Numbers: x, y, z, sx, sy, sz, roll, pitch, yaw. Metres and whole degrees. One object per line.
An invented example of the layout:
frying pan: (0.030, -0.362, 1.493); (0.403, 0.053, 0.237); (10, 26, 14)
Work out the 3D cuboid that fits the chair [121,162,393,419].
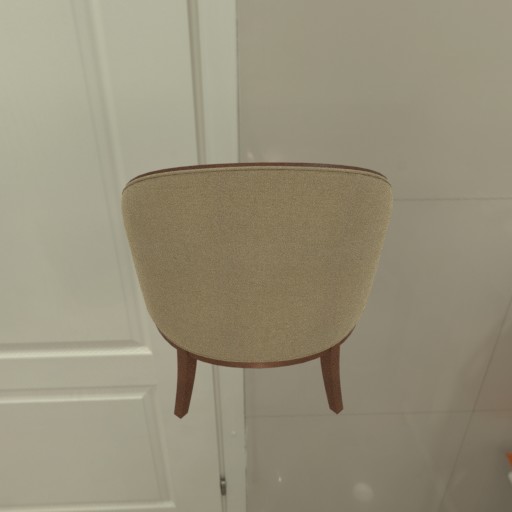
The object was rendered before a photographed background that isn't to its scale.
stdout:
chair: (0.000, 0.000, 1.515); (0.803, 0.876, 0.735); (-1, 29, -2)
